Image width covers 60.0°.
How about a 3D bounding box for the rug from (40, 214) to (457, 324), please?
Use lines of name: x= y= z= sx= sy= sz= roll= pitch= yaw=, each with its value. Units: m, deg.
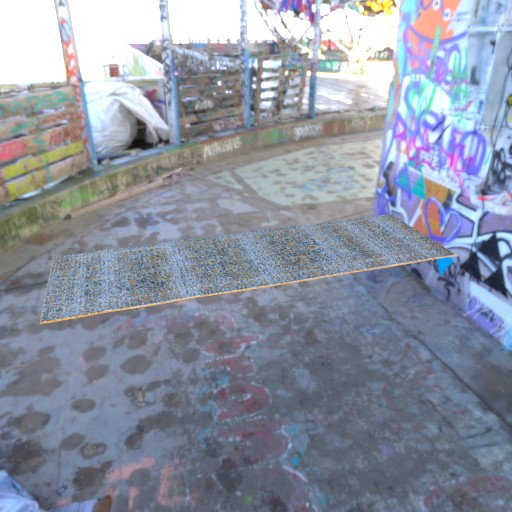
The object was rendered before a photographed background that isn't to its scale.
rug: x=0.000 y=0.000 z=2.626 sx=2.294 sy=0.014 sz=0.704 roll=-8 pitch=28 yaw=-16
